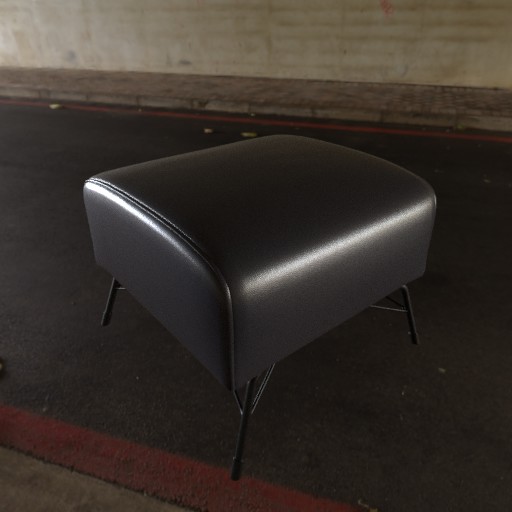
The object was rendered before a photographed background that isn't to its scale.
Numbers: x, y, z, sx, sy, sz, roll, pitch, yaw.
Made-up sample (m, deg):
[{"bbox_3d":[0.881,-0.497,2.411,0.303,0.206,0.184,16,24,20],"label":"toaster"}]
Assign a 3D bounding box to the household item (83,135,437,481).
[{"bbox_3d":[0.000,0.000,0.930,0.530,0.410,0.530,-22,36,-34],"label":"household item"}]
